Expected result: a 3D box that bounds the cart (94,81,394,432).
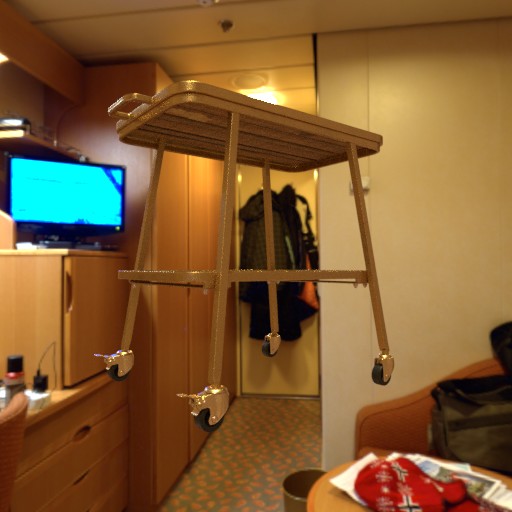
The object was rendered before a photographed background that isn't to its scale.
[{"bbox_3d":[0.000,0.000,1.248,0.806,0.700,0.524,1,-2,-38],"label":"cart"}]
